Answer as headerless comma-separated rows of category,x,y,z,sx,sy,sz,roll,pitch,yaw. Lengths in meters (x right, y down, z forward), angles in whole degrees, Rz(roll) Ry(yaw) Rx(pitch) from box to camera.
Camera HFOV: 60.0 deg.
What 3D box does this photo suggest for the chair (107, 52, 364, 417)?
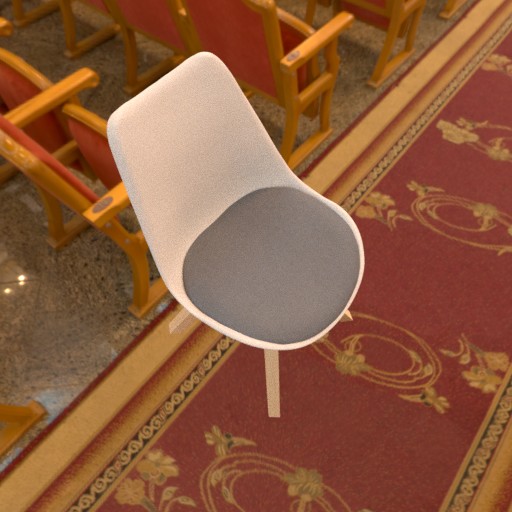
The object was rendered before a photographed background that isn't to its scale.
chair,0.000,0.000,1.181,0.550,0.850,0.485,35,65,19
